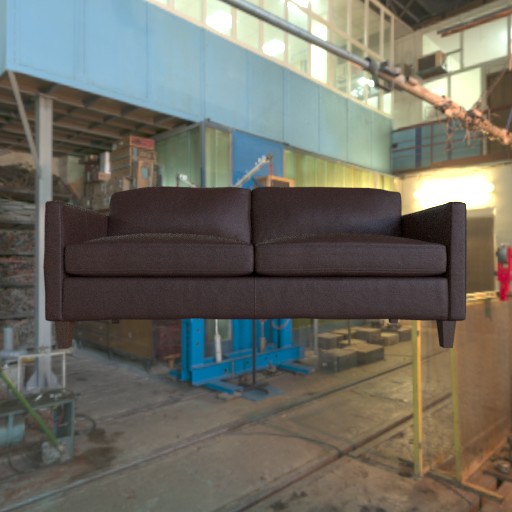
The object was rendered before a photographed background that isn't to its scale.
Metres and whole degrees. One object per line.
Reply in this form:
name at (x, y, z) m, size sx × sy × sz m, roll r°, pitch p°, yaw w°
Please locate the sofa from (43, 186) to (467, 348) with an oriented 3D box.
sofa at (0.000, 0.000, 2.454) m, size 1.971 × 0.863 × 0.923 m, roll 0°, pitch 0°, yaw 0°
